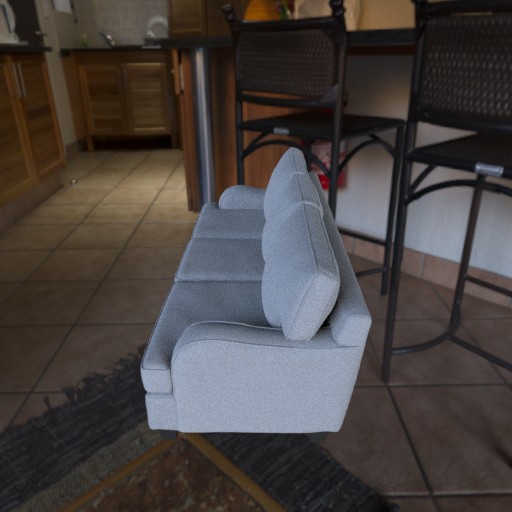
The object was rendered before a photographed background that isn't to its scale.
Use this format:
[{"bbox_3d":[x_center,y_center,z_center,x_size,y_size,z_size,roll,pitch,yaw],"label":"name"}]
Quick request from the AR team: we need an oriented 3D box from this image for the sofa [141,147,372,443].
[{"bbox_3d":[0.000,0.000,2.975,1.016,0.997,2.323,1,26,1],"label":"sofa"}]
